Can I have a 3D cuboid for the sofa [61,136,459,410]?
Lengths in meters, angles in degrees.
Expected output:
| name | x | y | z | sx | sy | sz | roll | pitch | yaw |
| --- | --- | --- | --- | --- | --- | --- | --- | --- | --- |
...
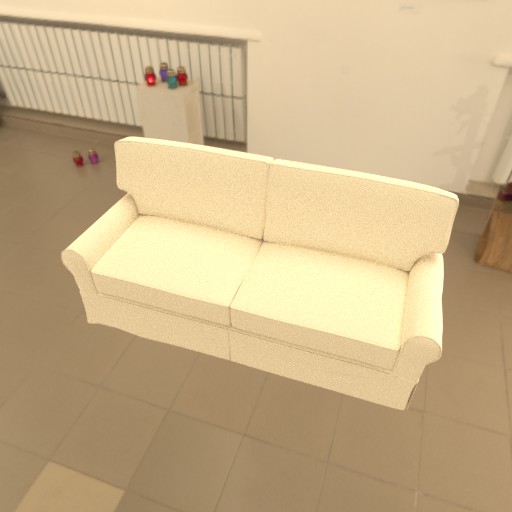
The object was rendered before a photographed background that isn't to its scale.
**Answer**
| name | x | y | z | sx | sy | sz | roll | pitch | yaw |
| --- | --- | --- | --- | --- | --- | --- | --- | --- | --- |
| sofa | 0.000 | 0.000 | 2.515 | 2.021 | 0.937 | 0.862 | 13 | 43 | 14 |
